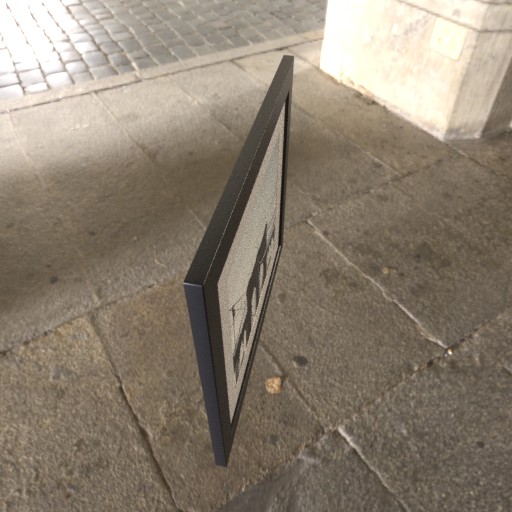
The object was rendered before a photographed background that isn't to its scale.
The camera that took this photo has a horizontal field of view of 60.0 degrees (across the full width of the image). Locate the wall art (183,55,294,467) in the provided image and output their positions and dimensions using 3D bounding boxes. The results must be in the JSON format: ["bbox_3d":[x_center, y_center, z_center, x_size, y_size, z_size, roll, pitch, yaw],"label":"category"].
[{"bbox_3d":[0.000,0.000,0.731,0.018,0.450,0.521,9,46,9],"label":"wall art"}]
